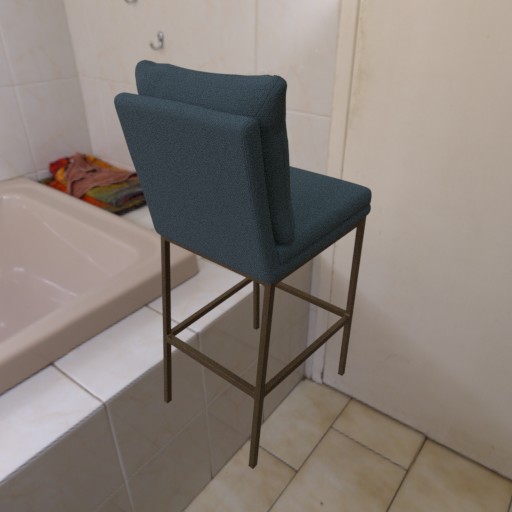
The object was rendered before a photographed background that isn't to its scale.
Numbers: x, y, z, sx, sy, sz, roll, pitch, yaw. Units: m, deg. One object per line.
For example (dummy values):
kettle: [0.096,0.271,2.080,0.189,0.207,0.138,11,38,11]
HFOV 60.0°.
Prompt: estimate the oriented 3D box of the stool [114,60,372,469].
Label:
stool: [0.000,0.000,1.370,0.463,1.124,0.568,23,37,33]
